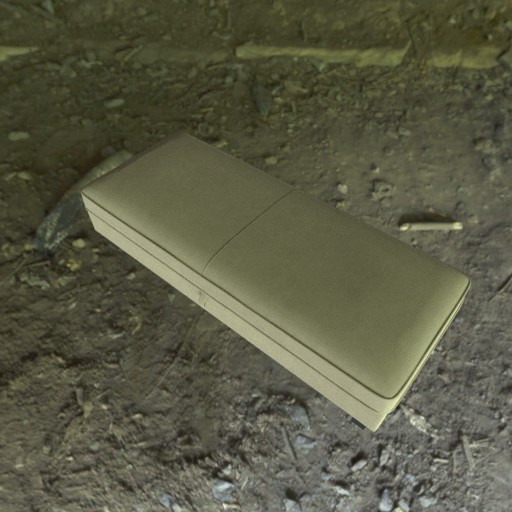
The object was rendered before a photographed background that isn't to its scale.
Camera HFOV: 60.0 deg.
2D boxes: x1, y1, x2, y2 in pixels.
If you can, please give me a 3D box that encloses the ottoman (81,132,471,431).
[{"bbox_3d":[0.000,0.000,2.092,1.726,0.460,0.735,31,55,25],"label":"ottoman"}]
